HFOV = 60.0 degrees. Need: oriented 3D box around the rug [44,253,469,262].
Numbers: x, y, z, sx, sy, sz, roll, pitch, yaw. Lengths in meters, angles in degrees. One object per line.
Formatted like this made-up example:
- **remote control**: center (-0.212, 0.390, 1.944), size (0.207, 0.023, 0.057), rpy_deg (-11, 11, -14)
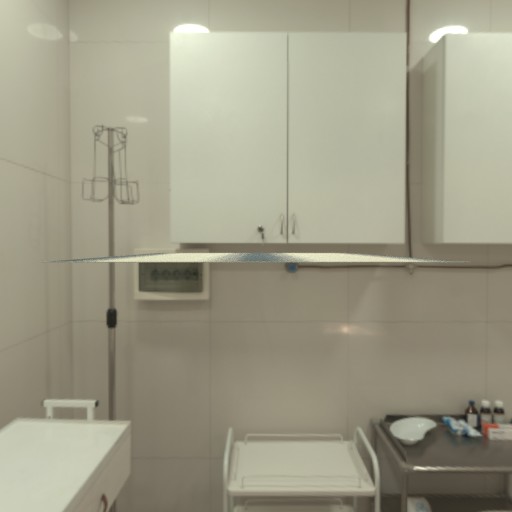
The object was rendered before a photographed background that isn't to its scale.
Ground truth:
- **rug**: center (0.000, 0.000, 4.030), size (2.453, 0.004, 3.037), rpy_deg (0, 1, 0)
